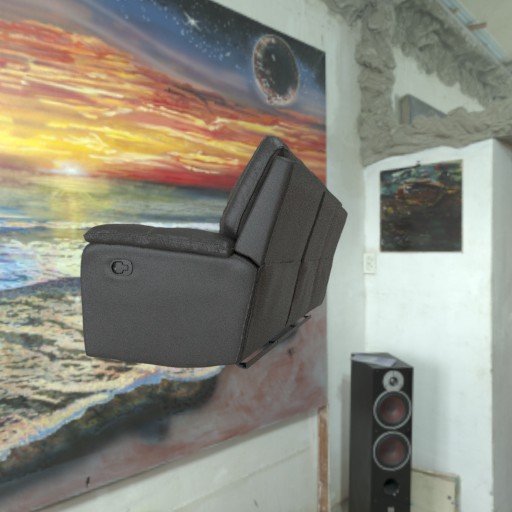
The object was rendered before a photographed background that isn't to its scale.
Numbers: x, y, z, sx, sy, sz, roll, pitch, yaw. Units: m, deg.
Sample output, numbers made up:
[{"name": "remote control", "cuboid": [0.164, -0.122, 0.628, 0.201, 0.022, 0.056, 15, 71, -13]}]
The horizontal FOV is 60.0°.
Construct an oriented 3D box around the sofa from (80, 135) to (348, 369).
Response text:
[{"name": "sofa", "cuboid": [0.000, 0.000, 3.205, 1.104, 1.134, 2.627, 0, 0, 17]}]
